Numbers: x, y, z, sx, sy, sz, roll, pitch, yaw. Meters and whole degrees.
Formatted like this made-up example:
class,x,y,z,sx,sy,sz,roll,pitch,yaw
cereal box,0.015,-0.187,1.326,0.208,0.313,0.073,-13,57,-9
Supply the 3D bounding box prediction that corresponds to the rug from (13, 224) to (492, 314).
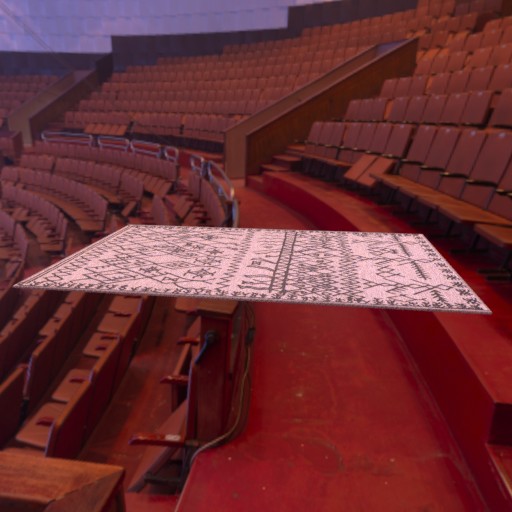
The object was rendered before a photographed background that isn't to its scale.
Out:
class,x,y,z,sx,sy,sz,roll,pitch,yaw
rug,0.000,0.000,2.952,2.444,0.012,1.526,2,17,8
